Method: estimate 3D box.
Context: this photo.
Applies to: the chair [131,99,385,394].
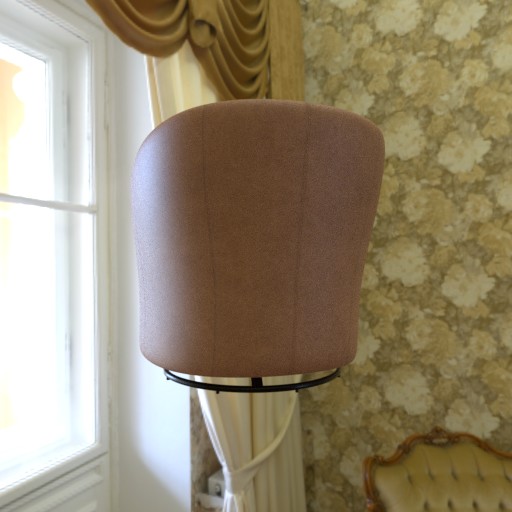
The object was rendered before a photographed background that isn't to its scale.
[{"bbox_3d":[0.000,0.000,1.472,0.791,0.771,0.815,0,-1,-18],"label":"chair"}]
